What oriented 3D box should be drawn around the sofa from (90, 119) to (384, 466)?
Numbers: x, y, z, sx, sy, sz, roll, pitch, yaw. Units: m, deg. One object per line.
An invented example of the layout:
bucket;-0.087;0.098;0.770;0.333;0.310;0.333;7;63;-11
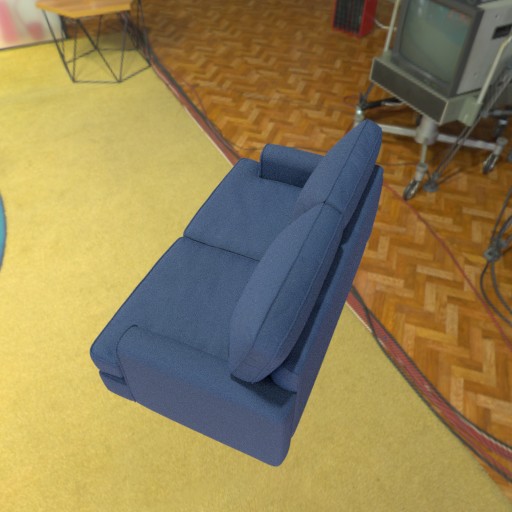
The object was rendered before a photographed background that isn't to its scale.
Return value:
sofa;0.000;0.000;2.298;0.965;0.965;1.651;18;50;16
